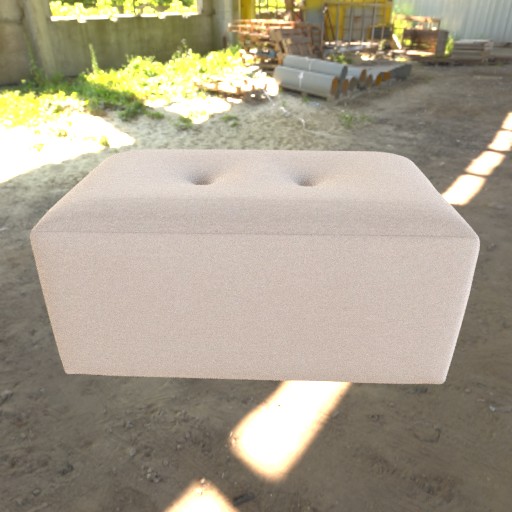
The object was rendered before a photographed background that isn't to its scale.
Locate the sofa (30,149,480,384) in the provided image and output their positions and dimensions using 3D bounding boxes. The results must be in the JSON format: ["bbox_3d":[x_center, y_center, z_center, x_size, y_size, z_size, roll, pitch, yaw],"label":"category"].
[{"bbox_3d":[0.000,0.000,1.168,0.930,0.470,0.480,1,29,2],"label":"sofa"}]
